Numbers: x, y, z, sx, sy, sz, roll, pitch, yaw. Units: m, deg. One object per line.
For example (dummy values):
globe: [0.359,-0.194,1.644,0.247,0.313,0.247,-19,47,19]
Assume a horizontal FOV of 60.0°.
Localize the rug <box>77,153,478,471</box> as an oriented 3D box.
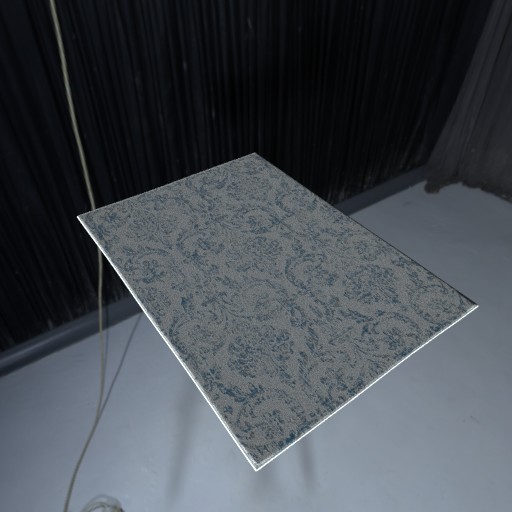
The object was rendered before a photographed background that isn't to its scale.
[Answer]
rug: [0.000,0.000,2.871,1.586,0.014,2.197,-26,48,-26]
